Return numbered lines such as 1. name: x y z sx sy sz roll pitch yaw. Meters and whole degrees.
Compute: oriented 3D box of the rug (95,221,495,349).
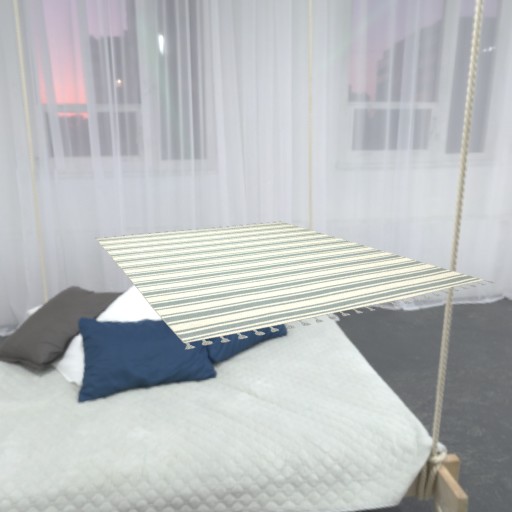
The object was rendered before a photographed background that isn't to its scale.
1. rug: 0.000 0.000 4.134 2.439 0.005 3.201 -7 16 -27
